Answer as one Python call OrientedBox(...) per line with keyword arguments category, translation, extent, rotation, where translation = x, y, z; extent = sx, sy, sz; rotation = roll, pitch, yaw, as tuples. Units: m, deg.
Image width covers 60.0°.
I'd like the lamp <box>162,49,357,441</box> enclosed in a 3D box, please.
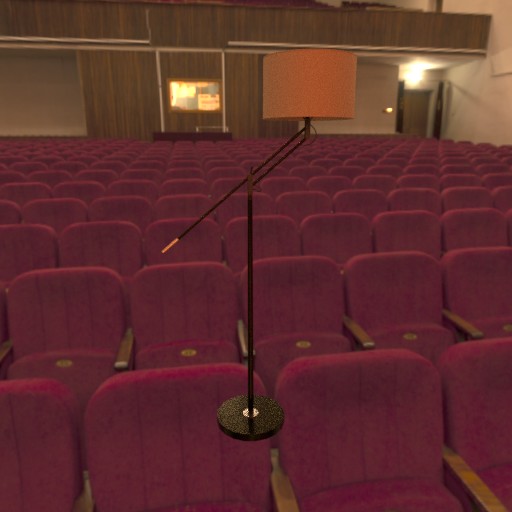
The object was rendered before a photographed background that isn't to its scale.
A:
OrientedBox(category="lamp", translation=(0.000, 0.000, 1.950), extent=(0.809, 1.635, 0.373), rotation=(-2, 15, -8))
